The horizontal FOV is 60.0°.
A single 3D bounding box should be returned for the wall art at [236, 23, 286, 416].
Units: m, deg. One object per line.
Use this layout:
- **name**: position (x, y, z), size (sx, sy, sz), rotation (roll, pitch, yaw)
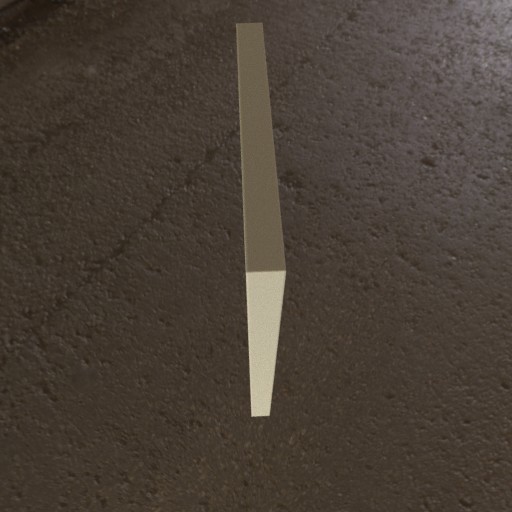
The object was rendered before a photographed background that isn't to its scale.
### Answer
- **wall art**: position (0.000, 0.000, 0.791), size (0.038, 0.608, 0.418), rotation (-2, 58, -1)
